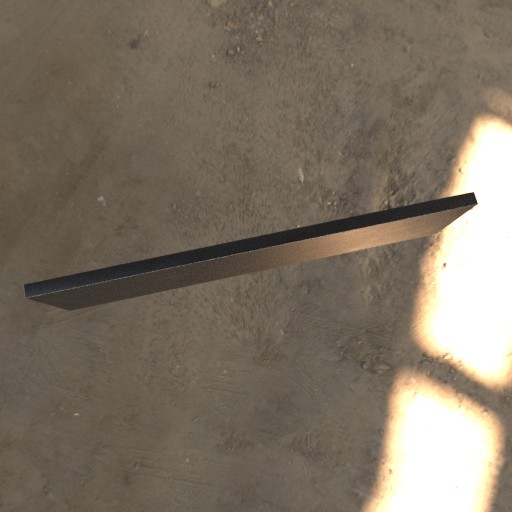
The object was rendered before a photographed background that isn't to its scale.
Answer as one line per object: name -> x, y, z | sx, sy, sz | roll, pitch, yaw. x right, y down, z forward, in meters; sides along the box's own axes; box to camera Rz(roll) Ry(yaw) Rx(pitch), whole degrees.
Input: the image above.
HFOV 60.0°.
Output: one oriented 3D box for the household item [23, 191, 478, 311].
household item -> 0.000, 0.000, 1.074 | 1.001, 0.236, 0.030 | -12, 77, -3
